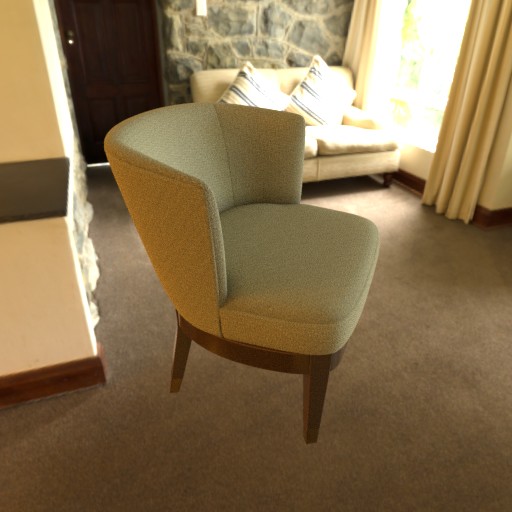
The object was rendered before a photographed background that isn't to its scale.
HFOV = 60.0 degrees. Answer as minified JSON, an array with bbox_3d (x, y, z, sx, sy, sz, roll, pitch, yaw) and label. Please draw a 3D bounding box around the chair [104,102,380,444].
[{"bbox_3d":[0.000,0.000,1.273,0.660,0.760,0.700,10,30,18],"label":"chair"}]
